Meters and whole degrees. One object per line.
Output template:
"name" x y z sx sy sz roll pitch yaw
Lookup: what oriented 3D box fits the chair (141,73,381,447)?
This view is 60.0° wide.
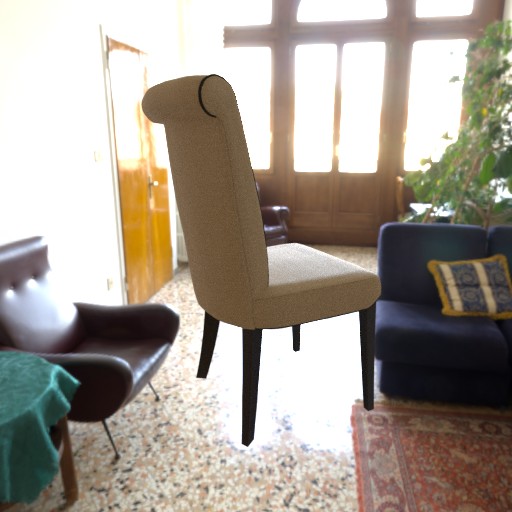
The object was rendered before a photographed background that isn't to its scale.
"chair" 0.000 0.000 1.401 0.623 0.997 0.522 -7 16 -25
